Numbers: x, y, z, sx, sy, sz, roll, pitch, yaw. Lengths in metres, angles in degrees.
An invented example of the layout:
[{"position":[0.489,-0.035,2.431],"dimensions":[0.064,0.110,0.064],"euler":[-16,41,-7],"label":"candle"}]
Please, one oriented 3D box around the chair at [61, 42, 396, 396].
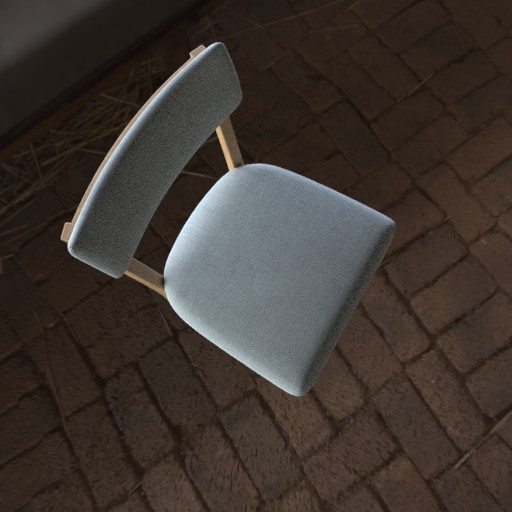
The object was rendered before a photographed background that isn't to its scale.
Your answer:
[{"position":[0.000,0.000,1.161],"dimensions":[0.572,0.832,0.508],"euler":[30,78,7],"label":"chair"}]
